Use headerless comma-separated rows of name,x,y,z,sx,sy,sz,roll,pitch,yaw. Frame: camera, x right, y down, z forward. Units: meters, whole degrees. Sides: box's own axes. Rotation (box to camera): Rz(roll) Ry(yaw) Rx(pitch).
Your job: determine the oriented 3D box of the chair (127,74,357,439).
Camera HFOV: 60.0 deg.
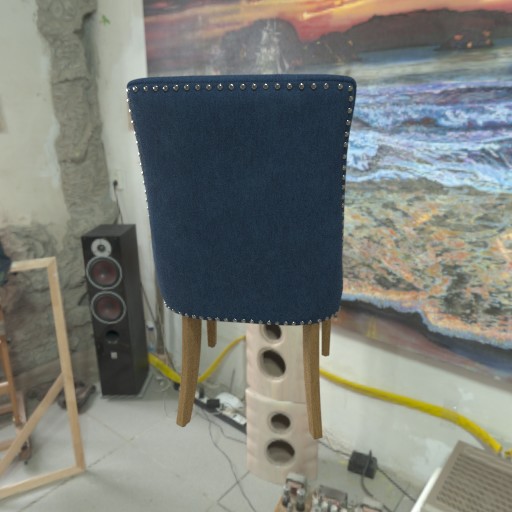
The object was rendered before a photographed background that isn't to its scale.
chair,0.000,0.000,1.254,0.495,0.902,0.610,3,17,9
